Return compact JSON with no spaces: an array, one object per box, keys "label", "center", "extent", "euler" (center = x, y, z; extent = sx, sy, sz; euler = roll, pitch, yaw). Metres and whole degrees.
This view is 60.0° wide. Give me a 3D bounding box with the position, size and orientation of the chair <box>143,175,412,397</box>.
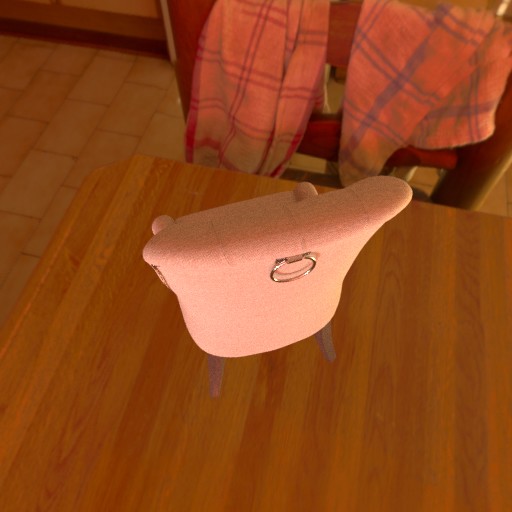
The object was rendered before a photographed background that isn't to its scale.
[{"label":"chair","center":[0.000,0.000,1.463],"extent":[0.634,1.091,0.629],"euler":[-15,60,-9]}]
